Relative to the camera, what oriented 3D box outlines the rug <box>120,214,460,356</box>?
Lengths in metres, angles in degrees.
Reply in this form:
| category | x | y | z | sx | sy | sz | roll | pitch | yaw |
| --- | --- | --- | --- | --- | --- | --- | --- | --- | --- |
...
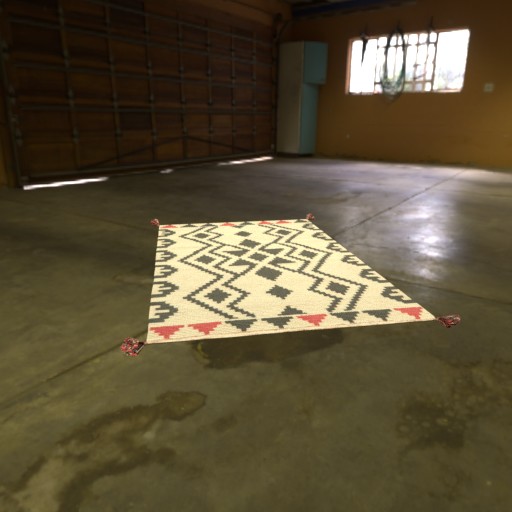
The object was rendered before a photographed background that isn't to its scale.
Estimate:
| category | x | y | z | sx | sy | sz | roll | pitch | yaw |
| --- | --- | --- | --- | --- | --- | --- | --- | --- | --- |
| rug | 0.000 | 0.000 | 3.391 | 1.741 | 0.066 | 2.672 | -3 | 18 | -10 |
